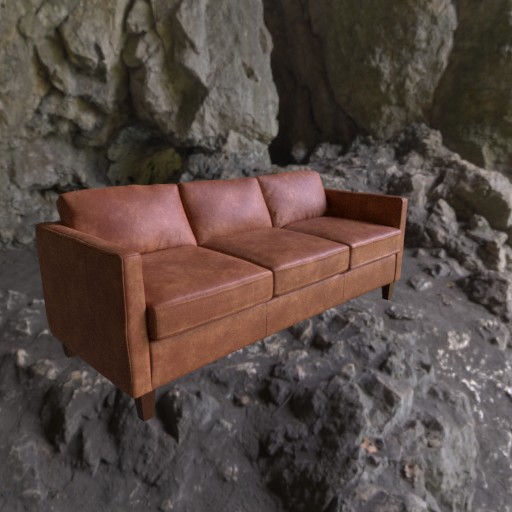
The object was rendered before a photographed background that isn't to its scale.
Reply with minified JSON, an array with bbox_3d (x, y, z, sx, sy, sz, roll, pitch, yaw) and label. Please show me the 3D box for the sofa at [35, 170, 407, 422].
[{"bbox_3d":[0.000,0.000,3.006,2.464,1.006,1.045,-15,21,-43],"label":"sofa"}]
